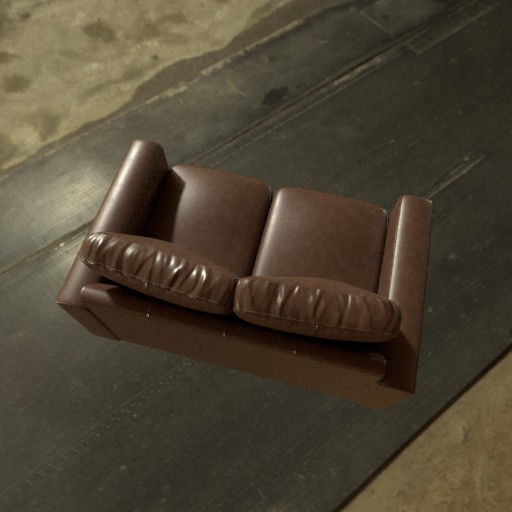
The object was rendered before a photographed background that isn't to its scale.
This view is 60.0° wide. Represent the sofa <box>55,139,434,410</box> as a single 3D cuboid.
[{"bbox_3d":[0.000,0.000,2.219,1.616,0.873,1.016,13,65,6],"label":"sofa"}]
